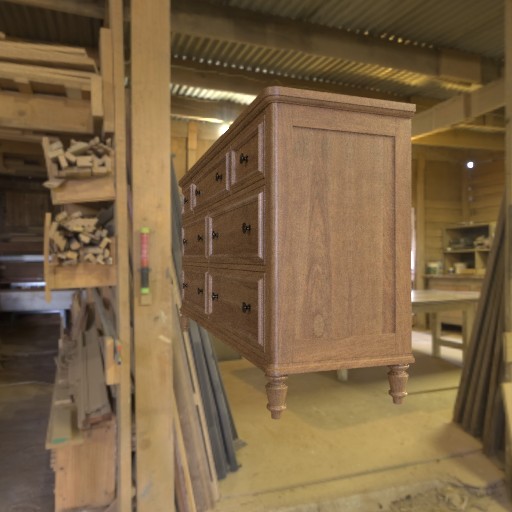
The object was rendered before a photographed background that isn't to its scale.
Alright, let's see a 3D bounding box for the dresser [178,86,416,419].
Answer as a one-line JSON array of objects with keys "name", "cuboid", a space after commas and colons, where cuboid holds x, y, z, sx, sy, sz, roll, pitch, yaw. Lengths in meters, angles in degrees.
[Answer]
[{"name": "dresser", "cuboid": [0.000, 0.000, 1.987, 0.468, 0.892, 1.583, 0, 0, -19]}]
